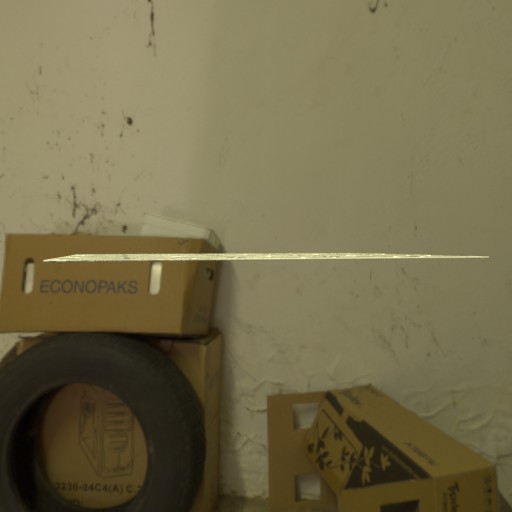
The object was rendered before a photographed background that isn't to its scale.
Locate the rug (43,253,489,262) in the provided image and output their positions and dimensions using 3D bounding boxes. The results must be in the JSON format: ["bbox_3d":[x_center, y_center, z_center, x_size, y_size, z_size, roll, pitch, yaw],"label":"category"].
[{"bbox_3d":[0.000,0.000,2.865,2.284,0.008,1.522,0,1,-17],"label":"rug"}]
